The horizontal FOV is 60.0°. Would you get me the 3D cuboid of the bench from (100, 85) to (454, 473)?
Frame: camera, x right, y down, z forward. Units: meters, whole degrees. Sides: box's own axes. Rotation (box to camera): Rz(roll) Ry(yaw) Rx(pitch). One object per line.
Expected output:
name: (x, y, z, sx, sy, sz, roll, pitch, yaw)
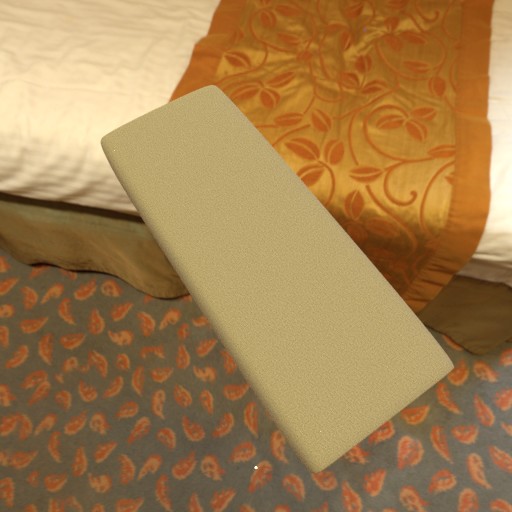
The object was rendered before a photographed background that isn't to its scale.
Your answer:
bench: (0.000, 0.000, 1.889, 0.646, 0.393, 1.609, -31, 68, -14)
